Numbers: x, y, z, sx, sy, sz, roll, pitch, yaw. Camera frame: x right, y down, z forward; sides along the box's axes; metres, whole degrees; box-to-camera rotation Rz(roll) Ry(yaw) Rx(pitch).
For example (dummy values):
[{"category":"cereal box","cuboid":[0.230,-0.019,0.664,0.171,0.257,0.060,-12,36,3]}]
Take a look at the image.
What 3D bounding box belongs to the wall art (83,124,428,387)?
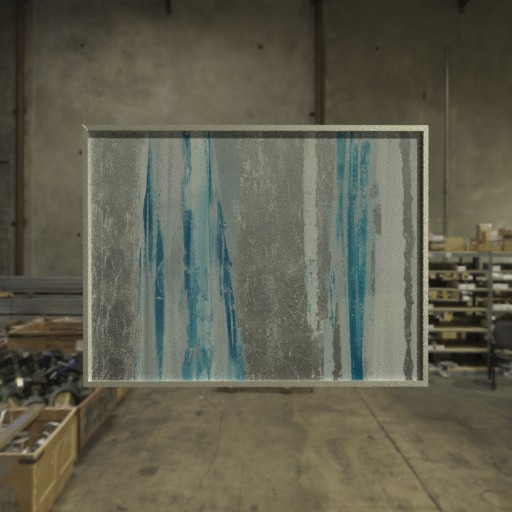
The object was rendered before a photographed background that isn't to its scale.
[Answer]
[{"category":"wall art","cuboid":[0.000,0.000,1.390,1.056,0.801,0.066,0,0,0]}]
